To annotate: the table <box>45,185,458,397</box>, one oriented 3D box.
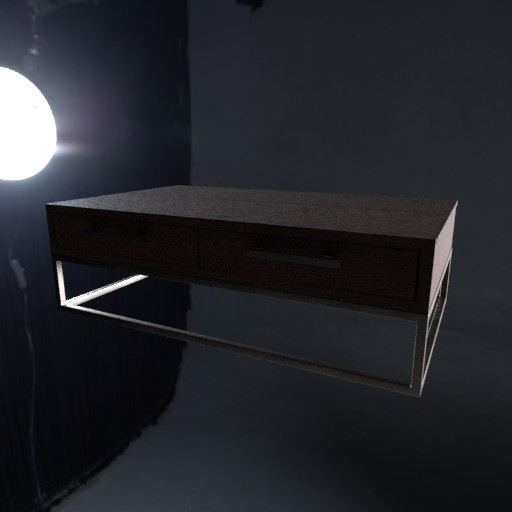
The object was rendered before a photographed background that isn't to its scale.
[{"bbox_3d":[0.000,0.000,1.492,1.167,0.361,0.719,7,16,26],"label":"table"}]
